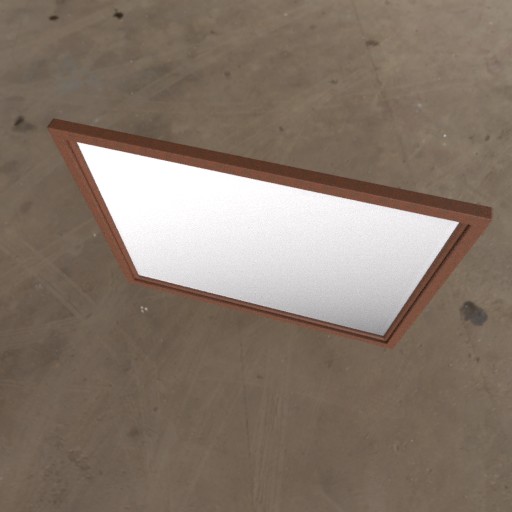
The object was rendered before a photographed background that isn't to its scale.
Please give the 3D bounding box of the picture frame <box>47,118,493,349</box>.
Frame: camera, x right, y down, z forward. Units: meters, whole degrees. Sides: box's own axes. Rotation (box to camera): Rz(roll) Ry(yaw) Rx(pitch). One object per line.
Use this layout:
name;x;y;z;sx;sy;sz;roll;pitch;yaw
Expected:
picture frame;0.000;0.000;1.722;1.329;1.018;0.045;13;60;8
